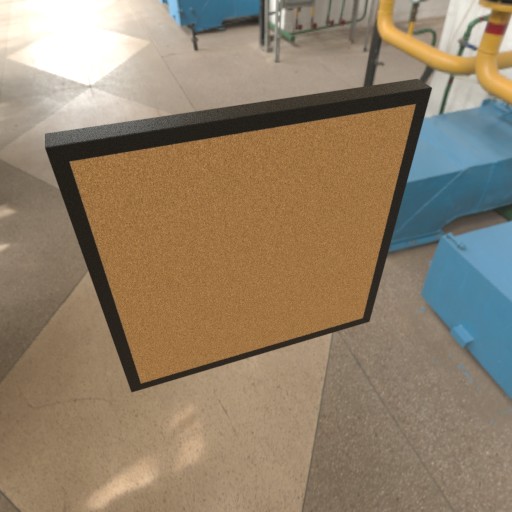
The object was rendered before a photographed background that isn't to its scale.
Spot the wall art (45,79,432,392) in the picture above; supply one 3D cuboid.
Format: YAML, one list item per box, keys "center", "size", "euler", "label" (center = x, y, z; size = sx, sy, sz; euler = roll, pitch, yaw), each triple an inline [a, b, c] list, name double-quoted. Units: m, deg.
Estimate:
- center: [0.000, 0.000, 0.735]
  size: [0.508, 0.508, 0.036]
  euler: [-13, 44, -14]
  label: "wall art"
